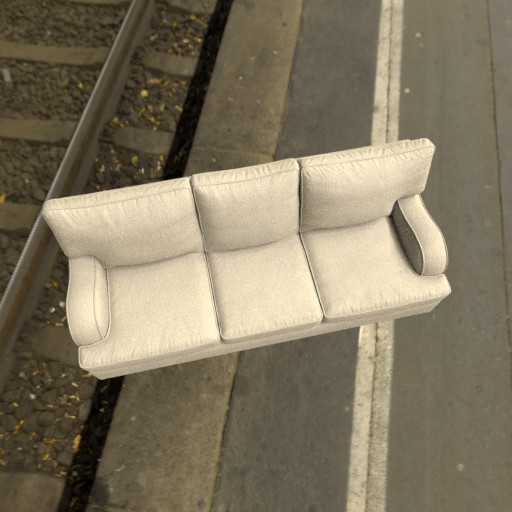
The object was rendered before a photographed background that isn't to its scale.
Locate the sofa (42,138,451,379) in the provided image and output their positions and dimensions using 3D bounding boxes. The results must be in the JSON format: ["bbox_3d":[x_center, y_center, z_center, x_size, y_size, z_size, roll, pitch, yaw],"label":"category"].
[{"bbox_3d":[0.000,0.000,2.841,2.323,0.991,1.016,-11,65,-5],"label":"sofa"}]
